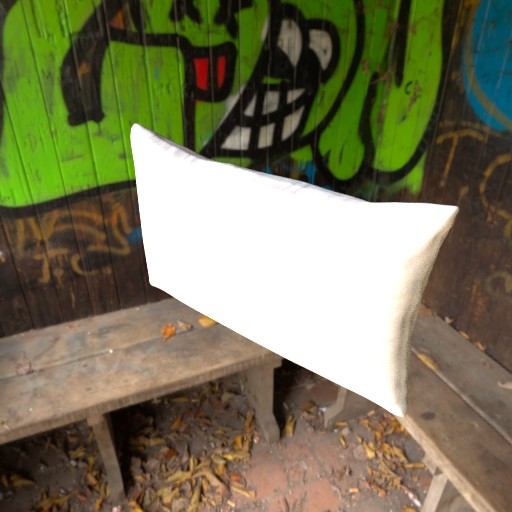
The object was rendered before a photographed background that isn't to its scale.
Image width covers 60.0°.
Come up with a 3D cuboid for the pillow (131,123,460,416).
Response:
[{"bbox_3d":[0.000,0.000,0.642,0.506,0.305,0.139,22,37,32],"label":"pillow"}]
